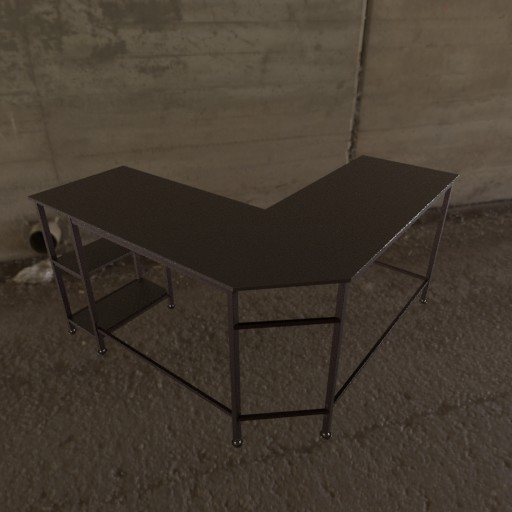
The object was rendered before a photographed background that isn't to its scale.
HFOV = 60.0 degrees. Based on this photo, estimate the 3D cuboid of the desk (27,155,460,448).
[{"bbox_3d":[0.000,0.000,2.173,1.379,0.739,1.379,21,36,31],"label":"desk"}]
